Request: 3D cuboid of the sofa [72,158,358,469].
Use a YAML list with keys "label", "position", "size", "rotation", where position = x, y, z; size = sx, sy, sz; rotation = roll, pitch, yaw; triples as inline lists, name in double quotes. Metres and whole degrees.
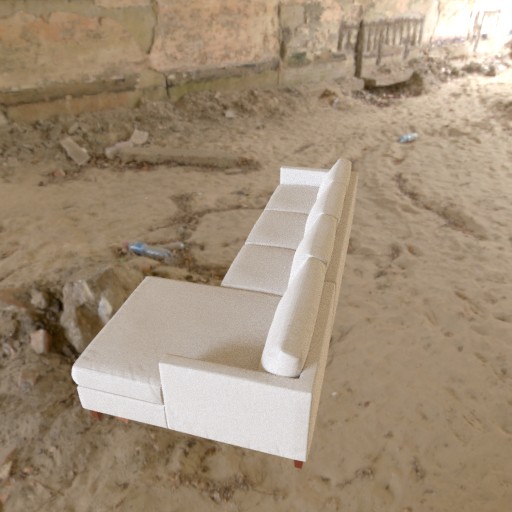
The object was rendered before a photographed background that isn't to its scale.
- label: "sofa"
  position: [0.000, 0.000, 4.137]
  size: [1.606, 0.954, 3.471]
  rotation: [8, 33, 13]
